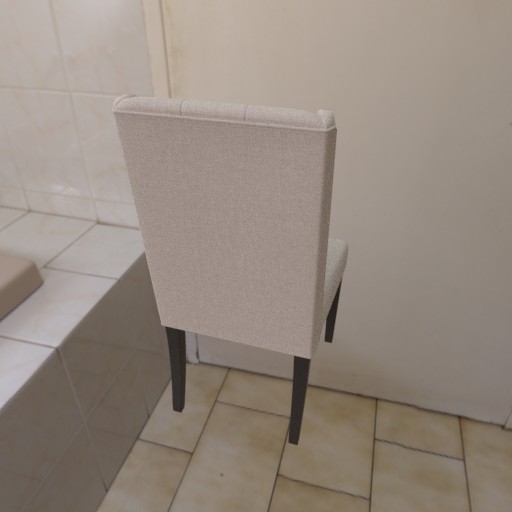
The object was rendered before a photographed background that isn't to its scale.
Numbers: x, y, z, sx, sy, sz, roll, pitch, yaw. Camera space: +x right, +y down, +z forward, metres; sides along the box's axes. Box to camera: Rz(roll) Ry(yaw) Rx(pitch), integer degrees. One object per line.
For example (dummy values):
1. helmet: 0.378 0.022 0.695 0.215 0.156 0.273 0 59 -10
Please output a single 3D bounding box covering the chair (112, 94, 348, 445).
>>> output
1. chair: 0.000 0.000 1.262 0.474 0.961 0.523 10 34 15
